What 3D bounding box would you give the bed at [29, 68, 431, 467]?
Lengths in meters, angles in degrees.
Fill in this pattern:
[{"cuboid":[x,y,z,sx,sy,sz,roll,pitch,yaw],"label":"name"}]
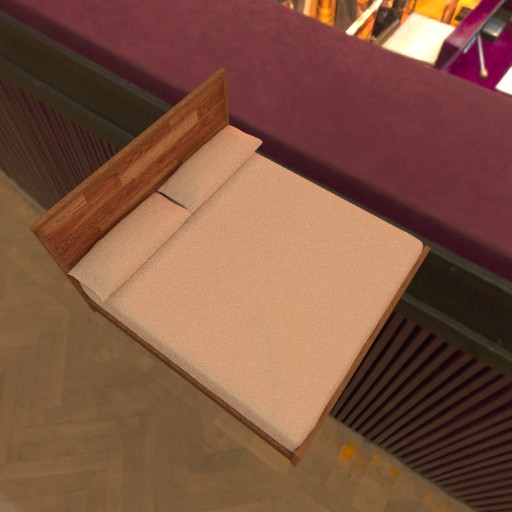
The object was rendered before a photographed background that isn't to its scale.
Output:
[{"cuboid":[0.000,0.000,3.512,2.184,1.295,2.013,32,64,18],"label":"bed"}]
